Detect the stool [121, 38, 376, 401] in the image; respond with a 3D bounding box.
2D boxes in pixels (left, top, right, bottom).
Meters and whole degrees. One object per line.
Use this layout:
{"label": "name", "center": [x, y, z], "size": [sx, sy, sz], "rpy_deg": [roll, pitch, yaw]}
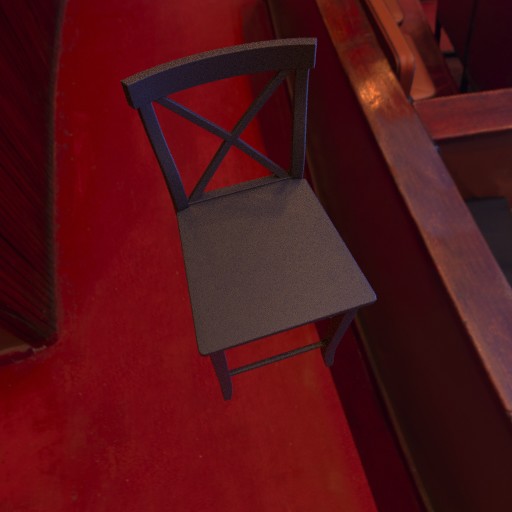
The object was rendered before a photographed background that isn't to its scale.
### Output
{"label": "stool", "center": [0.000, 0.000, 1.296], "size": [0.452, 0.989, 0.559], "rpy_deg": [-16, 64, -8]}
